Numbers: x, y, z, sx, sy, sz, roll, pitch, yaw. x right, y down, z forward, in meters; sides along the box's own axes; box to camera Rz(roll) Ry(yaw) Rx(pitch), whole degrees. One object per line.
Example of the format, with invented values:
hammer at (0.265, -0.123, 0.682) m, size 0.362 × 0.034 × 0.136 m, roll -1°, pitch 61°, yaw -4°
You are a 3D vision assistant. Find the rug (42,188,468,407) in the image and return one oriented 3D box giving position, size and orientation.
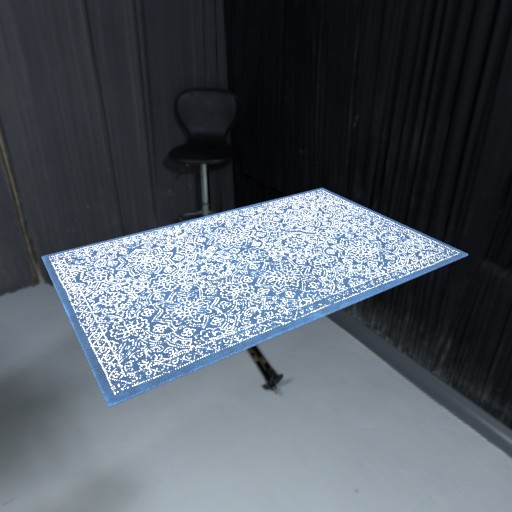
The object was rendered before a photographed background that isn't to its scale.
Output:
rug at (0.000, 0.000, 2.986) m, size 2.441 × 0.015 × 1.526 m, roll -17°, pitch 33°, yaw -28°
